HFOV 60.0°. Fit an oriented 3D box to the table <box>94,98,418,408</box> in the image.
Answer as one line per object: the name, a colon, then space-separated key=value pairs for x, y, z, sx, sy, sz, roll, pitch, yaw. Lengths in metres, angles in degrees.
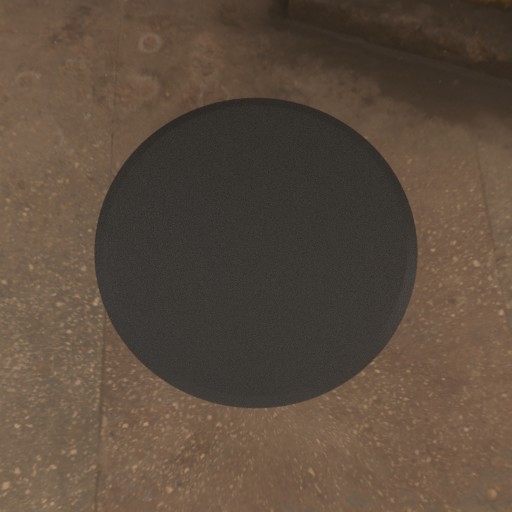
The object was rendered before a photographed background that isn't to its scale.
table: x=0.000 y=0.000 z=1.422 sx=0.900 sy=0.400 sz=0.900 roll=0 pitch=75 yaw=0
